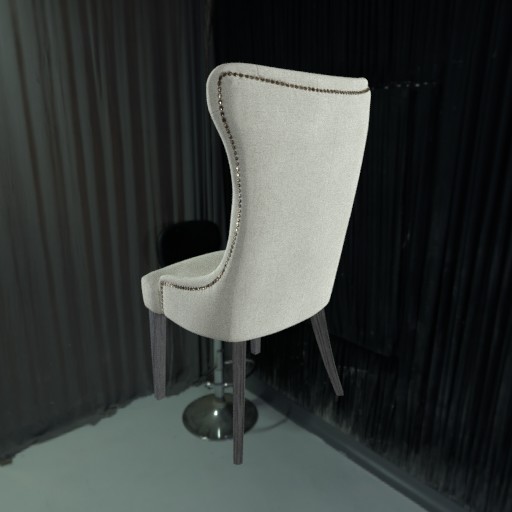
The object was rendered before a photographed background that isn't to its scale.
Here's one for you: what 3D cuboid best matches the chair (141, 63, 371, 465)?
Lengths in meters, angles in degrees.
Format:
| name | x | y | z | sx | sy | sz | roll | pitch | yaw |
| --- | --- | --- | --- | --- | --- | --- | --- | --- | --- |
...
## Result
| name | x | y | z | sx | sy | sz | roll | pitch | yaw |
| --- | --- | --- | --- | --- | --- | --- | --- | --- | --- |
| chair | 0.000 | 0.000 | 1.416 | 0.584 | 1.065 | 0.590 | -15 | 22 | -41 |
